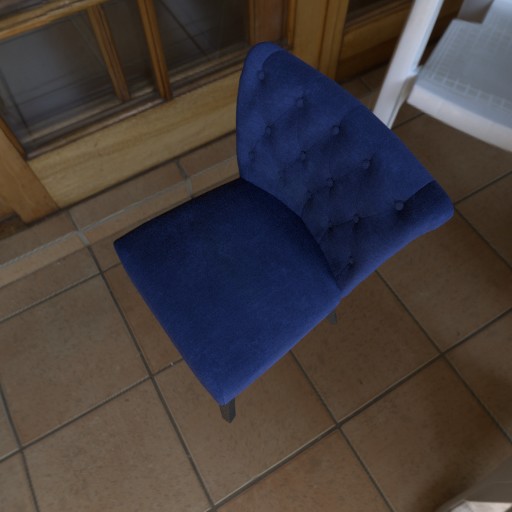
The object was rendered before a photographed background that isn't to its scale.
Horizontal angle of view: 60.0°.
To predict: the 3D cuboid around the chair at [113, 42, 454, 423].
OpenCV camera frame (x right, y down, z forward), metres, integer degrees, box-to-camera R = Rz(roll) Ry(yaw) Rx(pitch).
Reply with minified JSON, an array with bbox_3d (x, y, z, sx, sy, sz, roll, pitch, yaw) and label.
[{"bbox_3d":[0.000,0.000,1.183,0.606,0.753,0.585,-34,68,-16],"label":"chair"}]
